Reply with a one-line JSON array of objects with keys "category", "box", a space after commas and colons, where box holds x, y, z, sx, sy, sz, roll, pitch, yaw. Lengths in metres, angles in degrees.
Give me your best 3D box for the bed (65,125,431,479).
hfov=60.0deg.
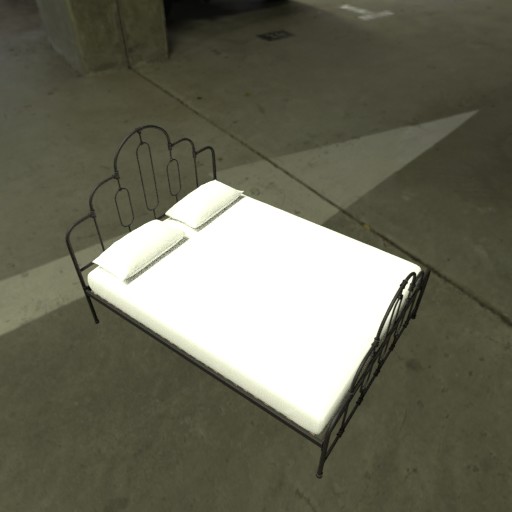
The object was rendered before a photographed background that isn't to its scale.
[{"category": "bed", "box": [0.000, 0.000, 3.258, 2.163, 1.429, 1.640, 25, 47, 26]}]
